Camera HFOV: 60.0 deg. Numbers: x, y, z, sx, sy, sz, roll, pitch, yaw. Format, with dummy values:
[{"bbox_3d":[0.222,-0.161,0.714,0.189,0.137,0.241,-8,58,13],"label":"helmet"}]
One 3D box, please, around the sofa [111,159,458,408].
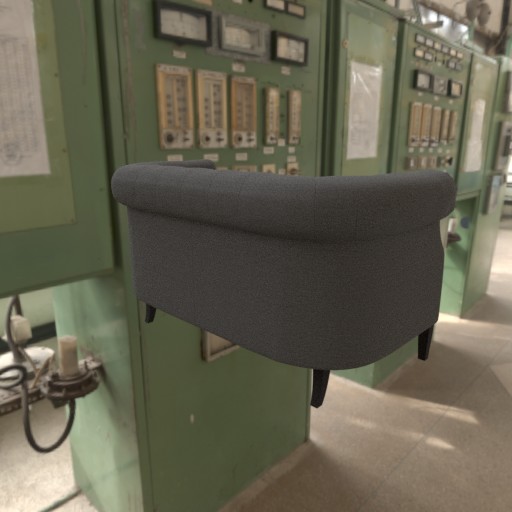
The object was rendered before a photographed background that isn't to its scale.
[{"bbox_3d":[0.000,0.000,2.047,1.558,0.827,0.835,14,20,42],"label":"sofa"}]
